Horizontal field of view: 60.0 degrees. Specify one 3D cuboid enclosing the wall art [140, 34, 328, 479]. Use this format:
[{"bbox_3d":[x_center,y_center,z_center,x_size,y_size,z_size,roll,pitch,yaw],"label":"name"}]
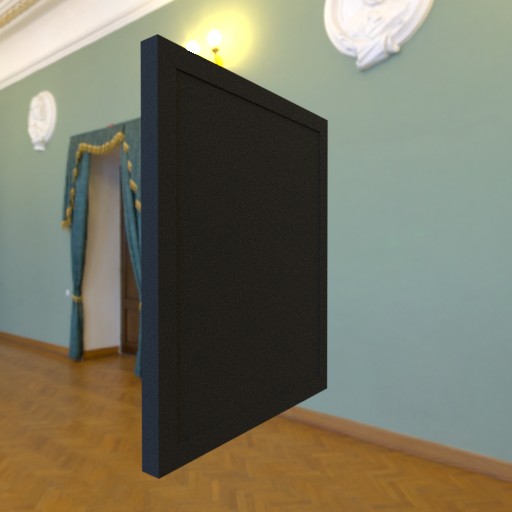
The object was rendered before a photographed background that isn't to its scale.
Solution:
[{"bbox_3d":[0.000,0.000,0.749,0.033,0.559,0.457,1,1,37],"label":"wall art"}]
